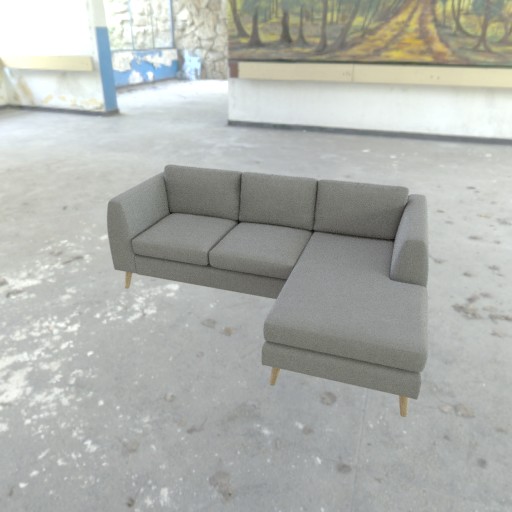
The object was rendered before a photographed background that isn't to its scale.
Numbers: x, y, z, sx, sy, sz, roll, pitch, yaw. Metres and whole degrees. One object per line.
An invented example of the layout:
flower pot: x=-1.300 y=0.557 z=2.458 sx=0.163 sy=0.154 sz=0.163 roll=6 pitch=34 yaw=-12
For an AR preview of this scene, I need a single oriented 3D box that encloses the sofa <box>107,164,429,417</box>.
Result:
sofa: x=0.000 y=0.000 z=3.121 sx=2.300 sy=0.860 sz=1.580 roll=9 pitch=28 yaw=17
